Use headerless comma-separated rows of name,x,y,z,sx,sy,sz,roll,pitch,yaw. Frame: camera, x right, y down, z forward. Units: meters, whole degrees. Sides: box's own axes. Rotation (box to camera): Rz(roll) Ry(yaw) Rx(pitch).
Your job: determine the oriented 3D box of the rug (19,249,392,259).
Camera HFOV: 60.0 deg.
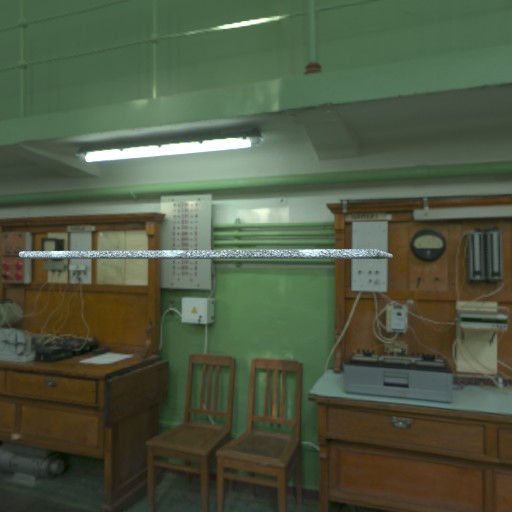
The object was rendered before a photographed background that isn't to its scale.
rug,0.000,0.000,2.090,1.200,0.025,1.600,0,0,18
